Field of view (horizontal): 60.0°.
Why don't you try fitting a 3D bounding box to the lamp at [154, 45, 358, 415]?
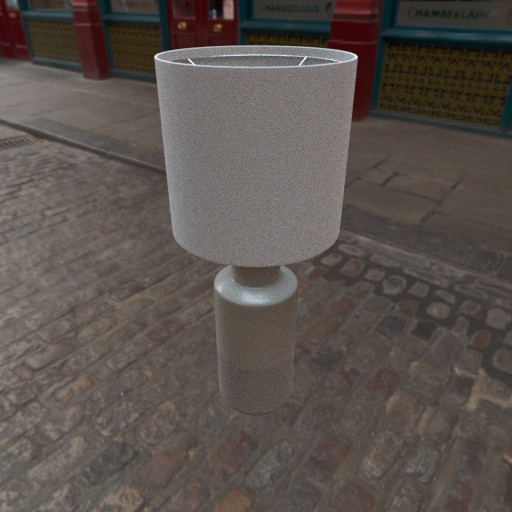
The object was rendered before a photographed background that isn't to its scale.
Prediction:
[{"bbox_3d":[0.000,0.000,0.592,0.212,0.493,0.212,21,36,32],"label":"lamp"}]
